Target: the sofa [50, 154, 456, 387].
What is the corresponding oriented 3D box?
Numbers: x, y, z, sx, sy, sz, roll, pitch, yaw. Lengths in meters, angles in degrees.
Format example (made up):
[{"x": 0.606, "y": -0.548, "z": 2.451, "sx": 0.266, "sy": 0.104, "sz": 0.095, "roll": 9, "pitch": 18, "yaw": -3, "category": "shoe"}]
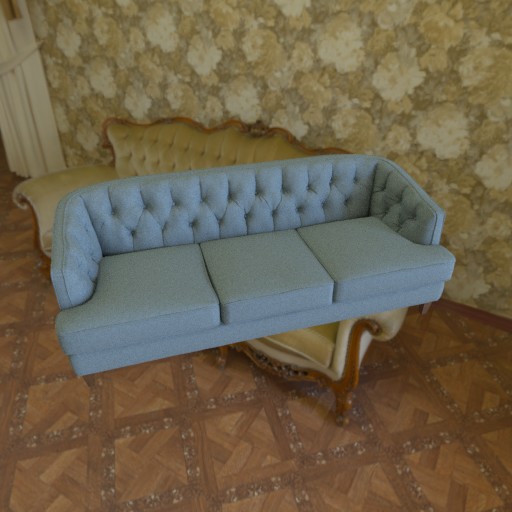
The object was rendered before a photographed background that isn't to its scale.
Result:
[{"x": 0.000, "y": 0.000, "z": 2.754, "sx": 2.278, "sy": 0.855, "sz": 0.941, "roll": -9, "pitch": 34, "yaw": -14, "category": "sofa"}]
